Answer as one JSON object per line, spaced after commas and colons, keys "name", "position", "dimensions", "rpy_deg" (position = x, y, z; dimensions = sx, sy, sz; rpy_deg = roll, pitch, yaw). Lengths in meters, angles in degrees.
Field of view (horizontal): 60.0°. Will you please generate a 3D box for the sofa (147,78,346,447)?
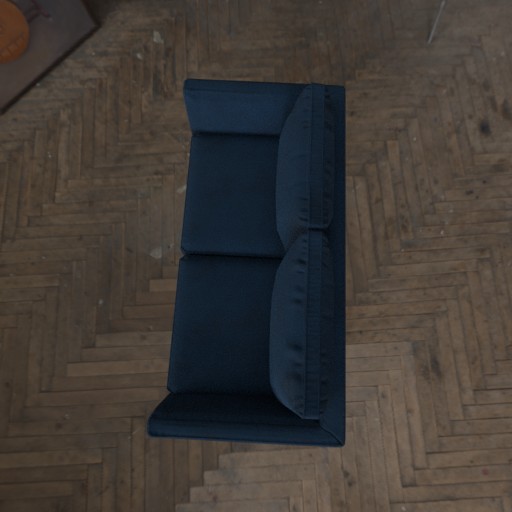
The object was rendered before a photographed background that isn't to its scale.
{"name": "sofa", "position": [0.000, 0.000, 2.333], "dimensions": [0.853, 1.002, 1.770], "rpy_deg": [3, 75, 1]}
